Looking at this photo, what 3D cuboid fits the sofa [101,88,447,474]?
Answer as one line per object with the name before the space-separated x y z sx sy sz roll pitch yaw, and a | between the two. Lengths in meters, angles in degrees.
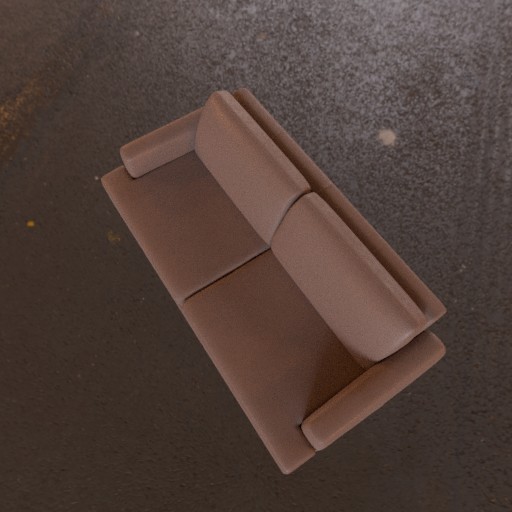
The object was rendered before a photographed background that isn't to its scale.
sofa | 0.000 0.000 2.401 0.974 0.765 1.940 -31 68 -14
